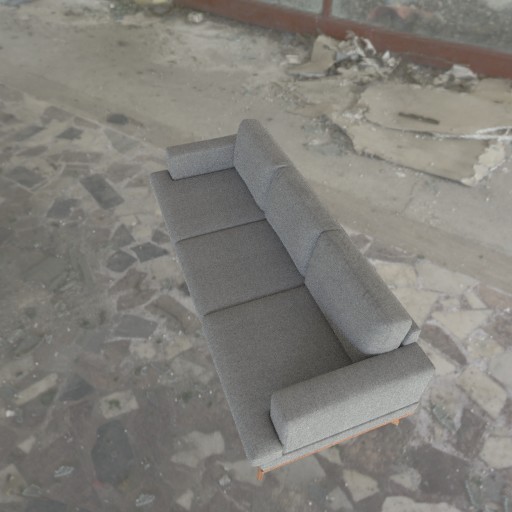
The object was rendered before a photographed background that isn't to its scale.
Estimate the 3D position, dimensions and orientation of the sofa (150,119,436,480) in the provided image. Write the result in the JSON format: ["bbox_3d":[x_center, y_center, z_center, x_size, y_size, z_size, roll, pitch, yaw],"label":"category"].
[{"bbox_3d":[0.000,0.000,2.786,0.920,0.810,2.310,-15,47,-14],"label":"sofa"}]
